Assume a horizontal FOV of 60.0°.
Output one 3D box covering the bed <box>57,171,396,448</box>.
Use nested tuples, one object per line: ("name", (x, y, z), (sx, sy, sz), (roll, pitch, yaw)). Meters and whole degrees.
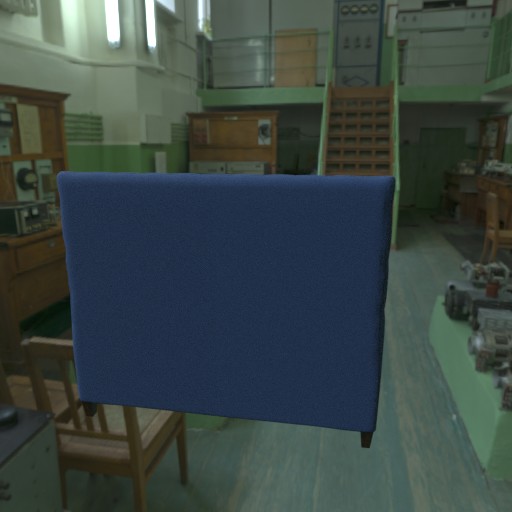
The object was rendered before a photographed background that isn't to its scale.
("bed", (0.000, 0.000, 3.418), (1.706, 1.427, 2.387), (3, 15, 10))
